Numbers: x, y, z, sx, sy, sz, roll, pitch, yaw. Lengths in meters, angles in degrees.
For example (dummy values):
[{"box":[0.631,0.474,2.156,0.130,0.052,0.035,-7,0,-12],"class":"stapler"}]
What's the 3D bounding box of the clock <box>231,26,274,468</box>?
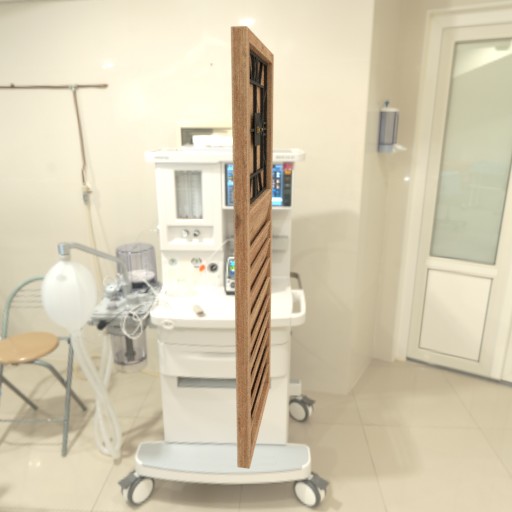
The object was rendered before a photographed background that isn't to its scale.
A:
[{"box":[0.000,0.000,1.101,0.030,0.965,0.361,3,17,9],"class":"clock"}]
